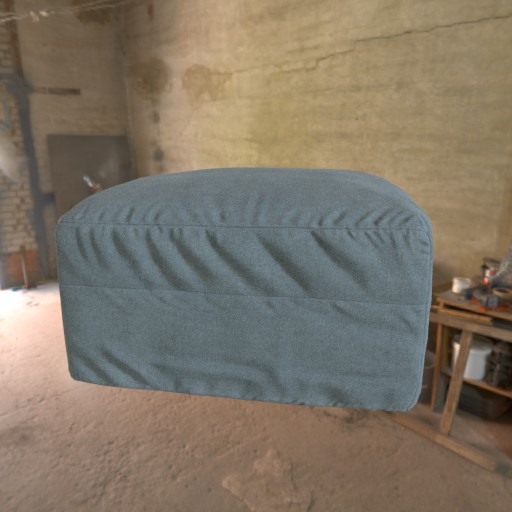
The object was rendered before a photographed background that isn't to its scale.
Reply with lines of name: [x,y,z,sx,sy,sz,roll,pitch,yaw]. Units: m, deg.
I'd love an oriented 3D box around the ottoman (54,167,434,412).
ottoman: [0.000,0.000,1.232,0.837,0.481,0.683,3,15,10]
